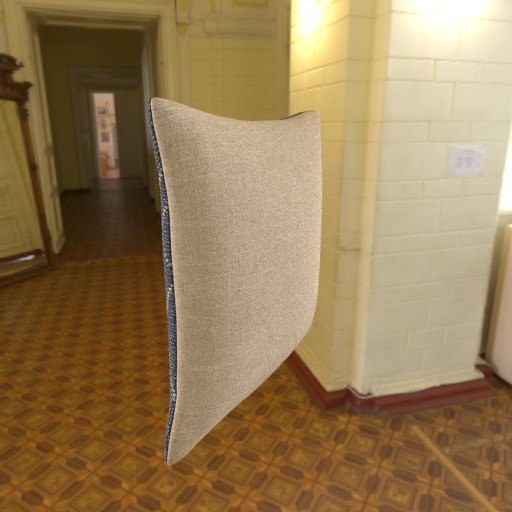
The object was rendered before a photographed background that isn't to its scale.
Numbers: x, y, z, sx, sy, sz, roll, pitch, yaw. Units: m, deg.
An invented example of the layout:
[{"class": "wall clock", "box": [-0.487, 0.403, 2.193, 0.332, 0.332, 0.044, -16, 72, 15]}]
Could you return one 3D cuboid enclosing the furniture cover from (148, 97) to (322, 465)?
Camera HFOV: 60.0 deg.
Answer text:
[{"class": "furniture cover", "box": [0.000, 0.000, 0.779, 0.162, 0.503, 0.511, 9, 18, 28]}]
